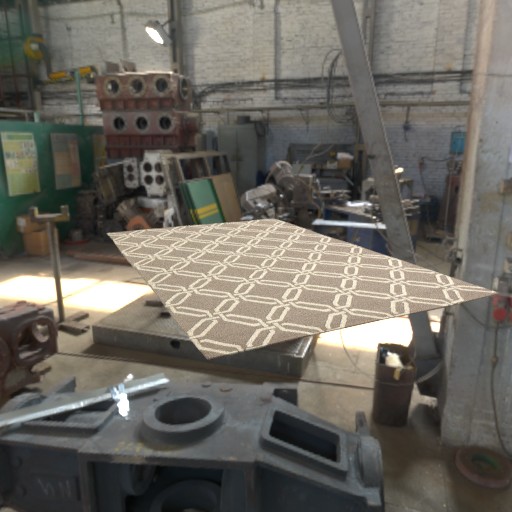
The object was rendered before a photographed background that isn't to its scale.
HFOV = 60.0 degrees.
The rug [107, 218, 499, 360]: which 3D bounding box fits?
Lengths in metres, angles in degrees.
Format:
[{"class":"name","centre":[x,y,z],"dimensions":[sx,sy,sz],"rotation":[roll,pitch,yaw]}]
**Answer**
[{"class":"rug","centre":[0.000,0.000,2.129],"dimensions":[1.142,0.010,1.748],"rotation":[-7,16,-25]}]
